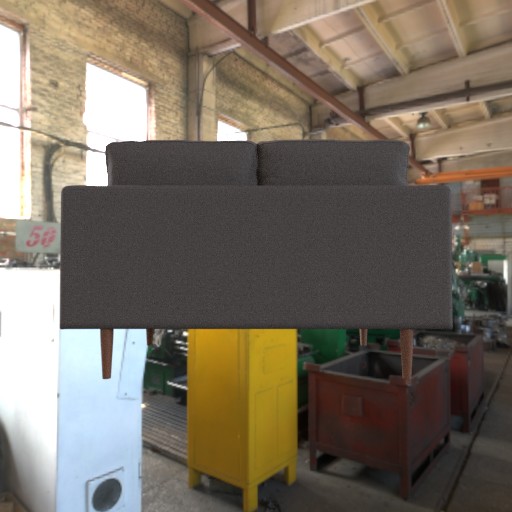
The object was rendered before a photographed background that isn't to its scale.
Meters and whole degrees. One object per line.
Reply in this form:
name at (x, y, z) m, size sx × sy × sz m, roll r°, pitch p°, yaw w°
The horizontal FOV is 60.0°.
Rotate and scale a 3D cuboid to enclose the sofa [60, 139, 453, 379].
sofa at (0.000, 0.000, 1.987) m, size 1.430 × 0.908 × 0.796 m, roll 0°, pitch -1°, yaw 0°
